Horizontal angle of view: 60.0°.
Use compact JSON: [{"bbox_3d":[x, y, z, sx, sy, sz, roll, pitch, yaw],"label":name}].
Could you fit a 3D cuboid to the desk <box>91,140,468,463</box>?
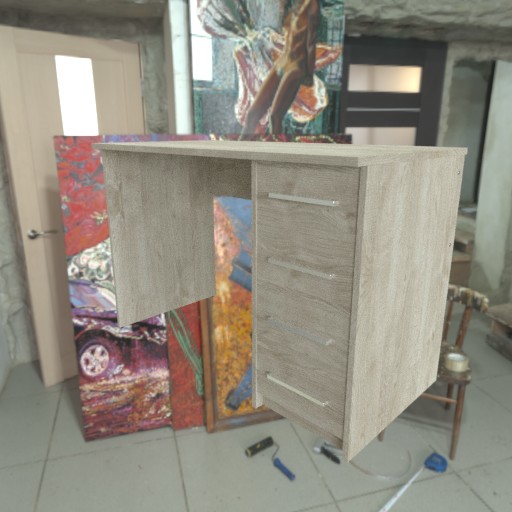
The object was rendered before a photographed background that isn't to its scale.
[{"bbox_3d":[0.000,0.000,1.504,1.096,0.730,0.560,15,22,42],"label":"desk"}]
